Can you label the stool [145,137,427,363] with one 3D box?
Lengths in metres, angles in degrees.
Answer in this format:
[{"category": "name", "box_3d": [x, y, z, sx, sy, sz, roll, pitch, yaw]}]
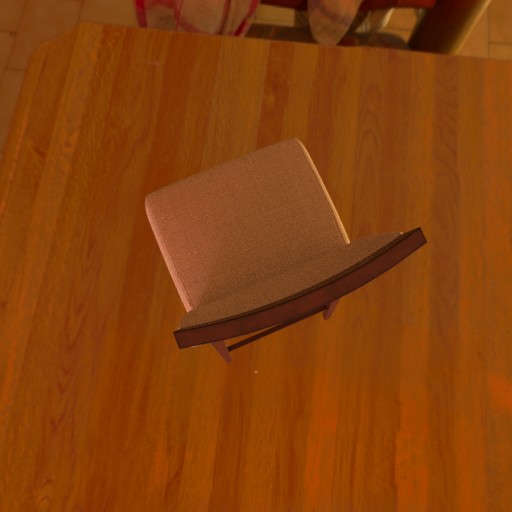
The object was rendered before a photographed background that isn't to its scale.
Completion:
[{"category": "stool", "box_3d": [0.000, 0.000, 1.259, 0.463, 1.011, 0.480, -23, 77, -6]}]
